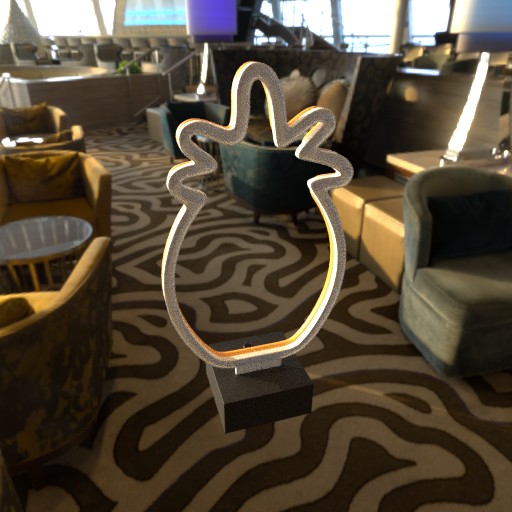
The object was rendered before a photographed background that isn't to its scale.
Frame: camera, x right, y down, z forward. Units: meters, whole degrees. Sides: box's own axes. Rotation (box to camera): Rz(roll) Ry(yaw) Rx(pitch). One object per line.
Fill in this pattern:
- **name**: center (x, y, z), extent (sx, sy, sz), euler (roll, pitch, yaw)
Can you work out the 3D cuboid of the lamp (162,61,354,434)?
- **lamp**: center (0.000, 0.000, 0.393), extent (0.167, 0.317, 0.088), euler (-8, 27, -15)
